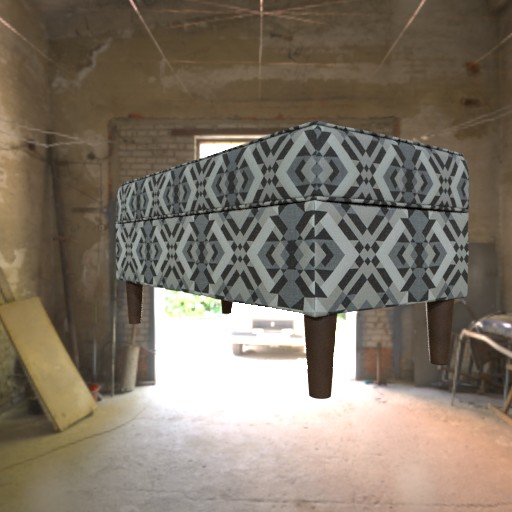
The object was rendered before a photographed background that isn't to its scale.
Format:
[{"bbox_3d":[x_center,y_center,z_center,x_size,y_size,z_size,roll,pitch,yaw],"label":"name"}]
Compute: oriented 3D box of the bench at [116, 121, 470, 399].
[{"bbox_3d":[0.000,0.000,1.268,0.492,0.477,1.016,-1,2,-36],"label":"bench"}]
